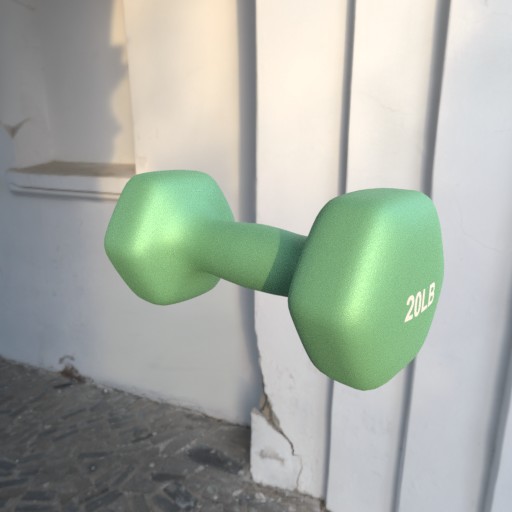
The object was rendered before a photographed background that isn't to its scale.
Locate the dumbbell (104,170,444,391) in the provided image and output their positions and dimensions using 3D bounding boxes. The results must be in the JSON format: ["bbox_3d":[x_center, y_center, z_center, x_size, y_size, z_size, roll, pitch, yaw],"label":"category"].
[{"bbox_3d":[0.000,0.000,0.338,0.260,0.117,0.129,14,21,41],"label":"dumbbell"}]
